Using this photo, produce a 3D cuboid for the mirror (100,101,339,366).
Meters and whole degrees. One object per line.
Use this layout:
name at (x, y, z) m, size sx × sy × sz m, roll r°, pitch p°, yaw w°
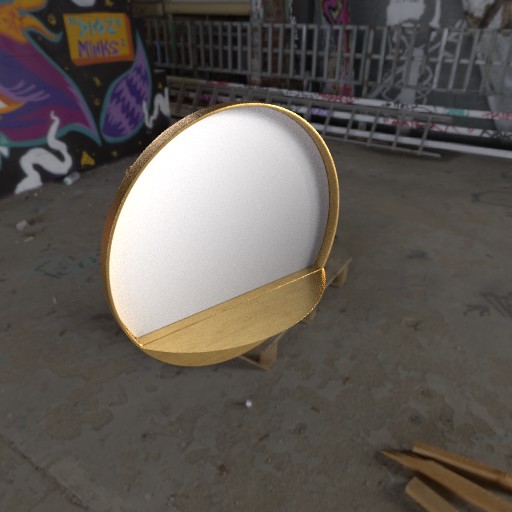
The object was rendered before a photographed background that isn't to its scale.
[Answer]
mirror at (0.000, 0.000, 0.711) m, size 0.457 × 0.457 × 0.133 m, roll -20°, pitch 35°, yaw -32°
